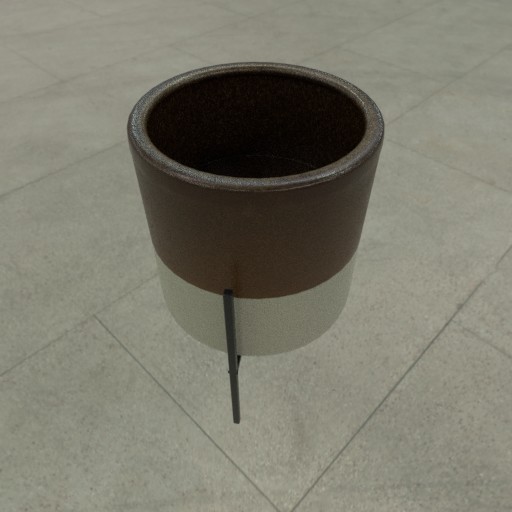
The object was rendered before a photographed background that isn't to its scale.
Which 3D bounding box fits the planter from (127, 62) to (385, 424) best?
[{"bbox_3d":[0.000,0.000,0.554,0.255,0.375,0.269,7,46,6],"label":"planter"}]
